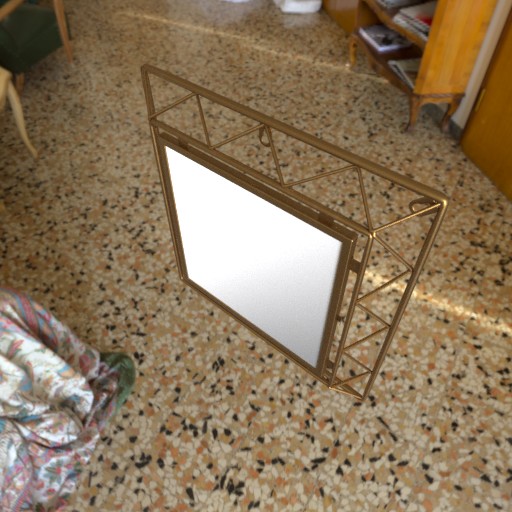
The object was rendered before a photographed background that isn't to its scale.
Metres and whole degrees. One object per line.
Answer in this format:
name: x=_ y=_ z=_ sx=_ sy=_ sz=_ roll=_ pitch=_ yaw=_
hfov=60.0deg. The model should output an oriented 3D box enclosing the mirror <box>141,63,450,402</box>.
mirror: x=0.000 y=0.000 z=0.618 sx=0.416 sy=0.414 sz=0.046 roll=32 pitch=55 yaw=26
